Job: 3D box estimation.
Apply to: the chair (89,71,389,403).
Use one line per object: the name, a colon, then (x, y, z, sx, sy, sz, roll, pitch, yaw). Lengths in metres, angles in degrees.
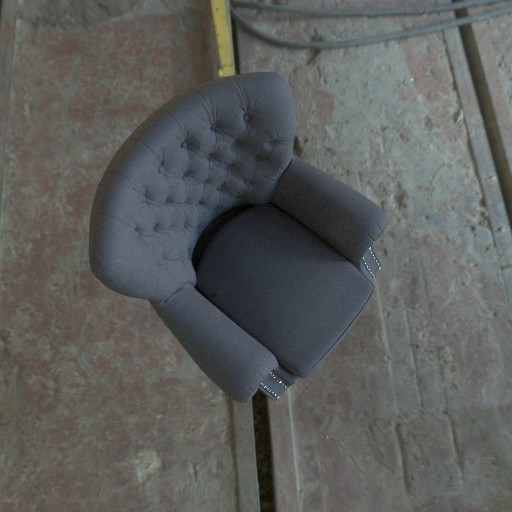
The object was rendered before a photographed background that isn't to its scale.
chair: (0.000, 0.000, 1.830, 0.983, 1.046, 0.983, 39, 78, 10)
